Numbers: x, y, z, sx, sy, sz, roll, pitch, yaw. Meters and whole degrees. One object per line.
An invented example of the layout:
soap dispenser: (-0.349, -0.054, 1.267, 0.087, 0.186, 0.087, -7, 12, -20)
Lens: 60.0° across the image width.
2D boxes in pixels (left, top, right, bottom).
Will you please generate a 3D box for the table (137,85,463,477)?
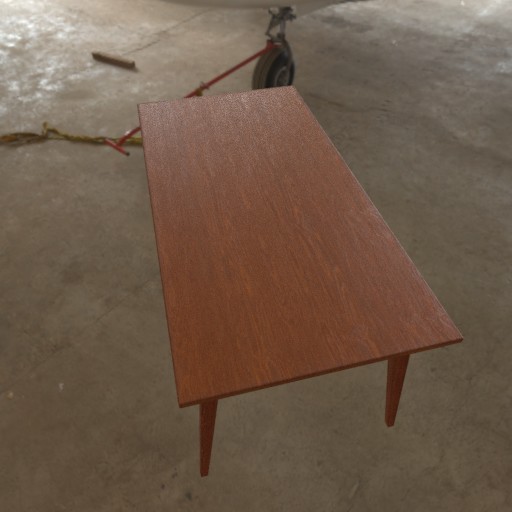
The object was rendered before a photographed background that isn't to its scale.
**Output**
table: (0.000, 0.000, 1.996, 0.811, 0.755, 1.609, -10, 47, -10)
